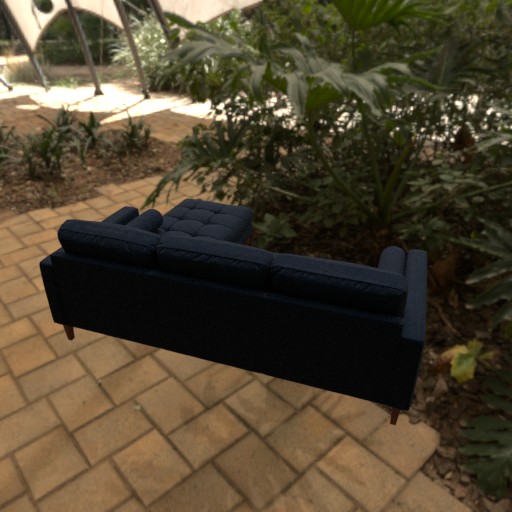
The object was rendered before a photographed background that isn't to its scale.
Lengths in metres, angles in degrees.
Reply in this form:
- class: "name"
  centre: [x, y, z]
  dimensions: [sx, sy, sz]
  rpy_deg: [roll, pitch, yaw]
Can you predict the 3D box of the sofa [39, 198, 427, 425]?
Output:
- class: "sofa"
  centre: [0.000, 0.000, 3.024]
  dimensions: [2.185, 0.841, 1.613]
  rpy_deg: [10, 31, 17]
